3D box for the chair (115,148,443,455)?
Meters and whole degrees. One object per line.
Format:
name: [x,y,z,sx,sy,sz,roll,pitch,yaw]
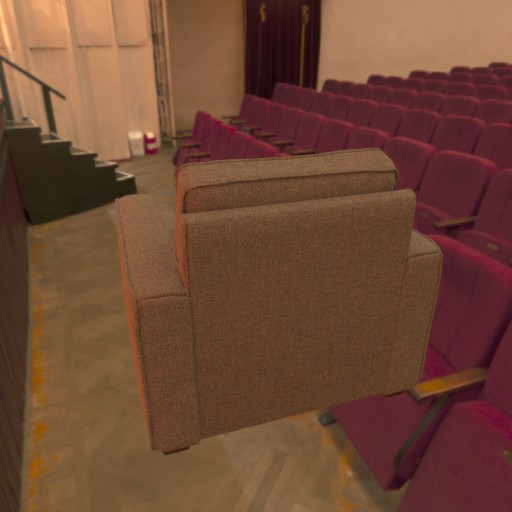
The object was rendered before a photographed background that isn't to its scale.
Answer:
chair: [0.000,0.000,1.732,1.016,0.914,0.940,-8,26,-17]
